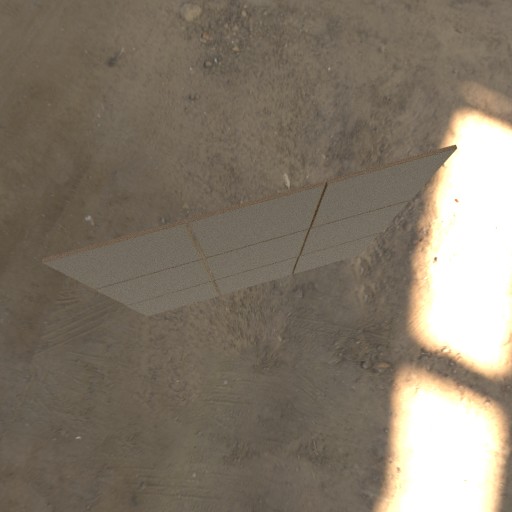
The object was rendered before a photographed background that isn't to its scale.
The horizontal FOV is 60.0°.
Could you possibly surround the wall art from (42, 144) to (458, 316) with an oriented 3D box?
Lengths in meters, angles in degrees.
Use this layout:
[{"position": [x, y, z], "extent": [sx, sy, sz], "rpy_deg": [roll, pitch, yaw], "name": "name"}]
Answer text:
[{"position": [0.000, 0.000, 1.384], "extent": [0.919, 0.917, 0.010], "rpy_deg": [-16, 76, -4], "name": "wall art"}]
